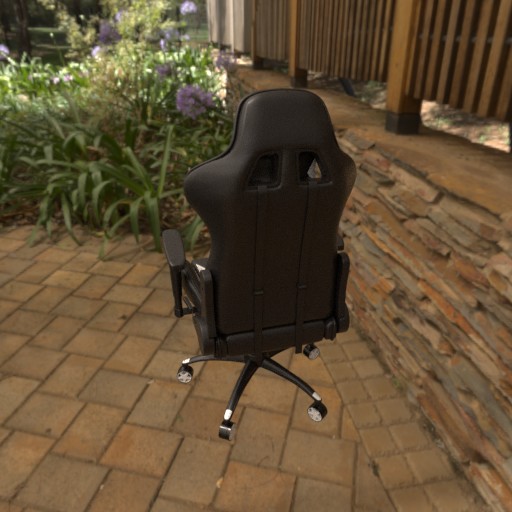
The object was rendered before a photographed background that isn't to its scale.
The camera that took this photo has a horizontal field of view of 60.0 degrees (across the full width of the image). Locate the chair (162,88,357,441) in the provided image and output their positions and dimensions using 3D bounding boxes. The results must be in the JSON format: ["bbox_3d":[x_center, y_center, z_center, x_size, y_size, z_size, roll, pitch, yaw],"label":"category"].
[{"bbox_3d":[0.000,0.000,1.741,0.730,1.285,0.695,-7,27,-14],"label":"chair"}]
